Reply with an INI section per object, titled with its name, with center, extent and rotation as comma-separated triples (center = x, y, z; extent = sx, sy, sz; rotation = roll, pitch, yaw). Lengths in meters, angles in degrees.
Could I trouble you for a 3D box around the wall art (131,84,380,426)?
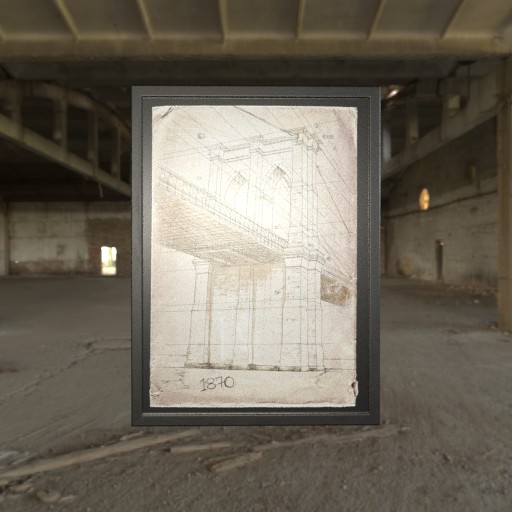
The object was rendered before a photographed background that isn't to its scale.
[wall art]
center = 0.000, 0.000, 1.265
extent = 0.707, 0.967, 0.013
rotation = 0, 0, -1
